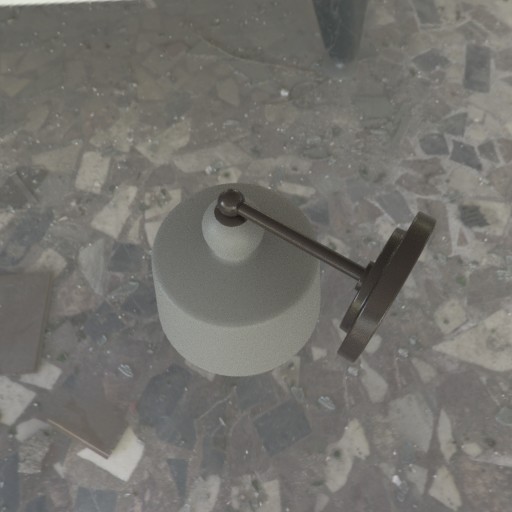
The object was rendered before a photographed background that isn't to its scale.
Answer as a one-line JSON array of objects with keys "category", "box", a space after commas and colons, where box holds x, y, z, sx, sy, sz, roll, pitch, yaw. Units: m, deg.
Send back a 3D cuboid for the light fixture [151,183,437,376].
[{"category": "light fixture", "box": [0.000, 0.000, 0.436, 0.254, 0.268, 0.204, 30, 66, 15]}]
